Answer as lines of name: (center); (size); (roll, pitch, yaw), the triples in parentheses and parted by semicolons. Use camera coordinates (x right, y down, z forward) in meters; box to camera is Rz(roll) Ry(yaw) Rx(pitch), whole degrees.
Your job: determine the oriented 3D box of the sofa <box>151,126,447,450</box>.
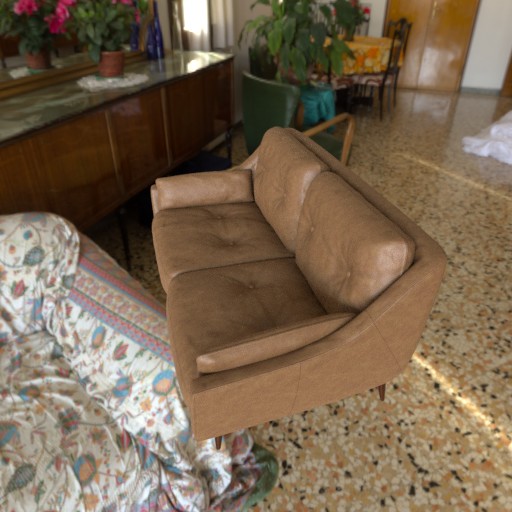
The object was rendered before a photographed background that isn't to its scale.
sofa: (0.000, 0.000, 2.257); (0.981, 0.886, 1.731); (-9, 33, -13)
